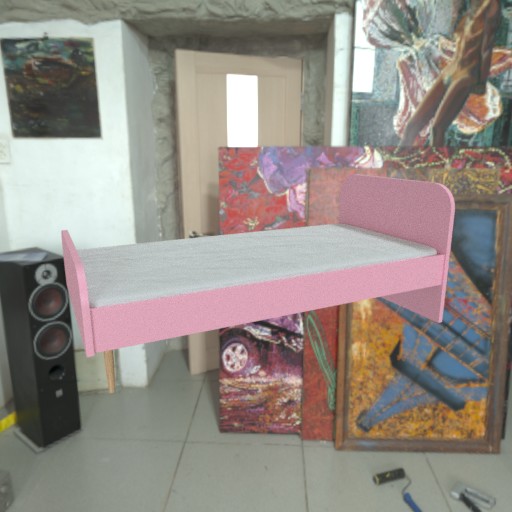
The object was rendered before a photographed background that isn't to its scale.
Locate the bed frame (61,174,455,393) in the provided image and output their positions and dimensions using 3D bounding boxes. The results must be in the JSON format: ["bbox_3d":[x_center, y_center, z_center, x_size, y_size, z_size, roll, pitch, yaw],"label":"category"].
[{"bbox_3d":[0.000,0.000,2.528,1.963,0.805,0.998,-7,16,-26],"label":"bed frame"}]
